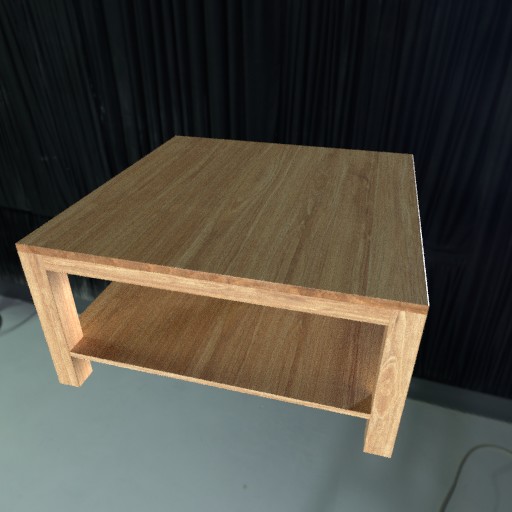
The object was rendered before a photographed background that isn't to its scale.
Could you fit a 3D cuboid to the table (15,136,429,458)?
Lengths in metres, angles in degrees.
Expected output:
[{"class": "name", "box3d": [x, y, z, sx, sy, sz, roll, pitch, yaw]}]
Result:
[{"class": "table", "box3d": [0.000, 0.000, 1.402, 0.900, 0.450, 0.900, 8, 32, 13]}]
